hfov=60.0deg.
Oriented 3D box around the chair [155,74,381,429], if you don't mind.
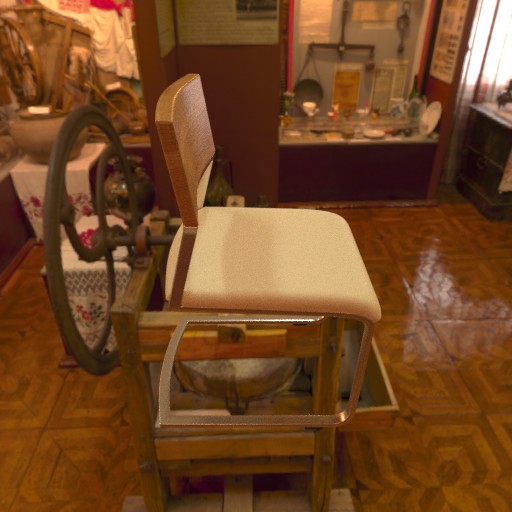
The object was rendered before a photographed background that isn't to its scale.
[{"bbox_3d":[0.000,0.000,1.192,0.585,0.844,0.467,0,32,0],"label":"chair"}]
